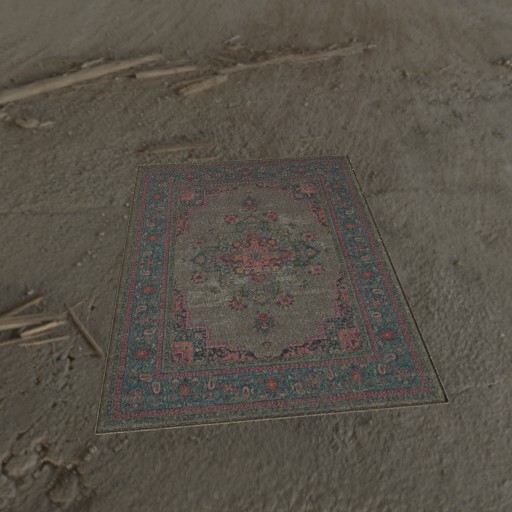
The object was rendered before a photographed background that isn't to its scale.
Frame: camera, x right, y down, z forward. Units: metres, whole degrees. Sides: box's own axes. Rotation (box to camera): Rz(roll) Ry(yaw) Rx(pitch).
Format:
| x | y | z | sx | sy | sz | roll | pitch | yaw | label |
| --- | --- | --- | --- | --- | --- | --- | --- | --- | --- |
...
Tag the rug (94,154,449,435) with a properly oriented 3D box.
| x | y | z | sx | sy | sz | roll | pitch | yaw | label |
| --- | --- | --- | --- | --- | --- | --- | --- | --- | --- |
| 0.000 | 0.000 | 4.051 | 2.434 | 0.013 | 3.057 | -4 | 47 | -4 | rug |
